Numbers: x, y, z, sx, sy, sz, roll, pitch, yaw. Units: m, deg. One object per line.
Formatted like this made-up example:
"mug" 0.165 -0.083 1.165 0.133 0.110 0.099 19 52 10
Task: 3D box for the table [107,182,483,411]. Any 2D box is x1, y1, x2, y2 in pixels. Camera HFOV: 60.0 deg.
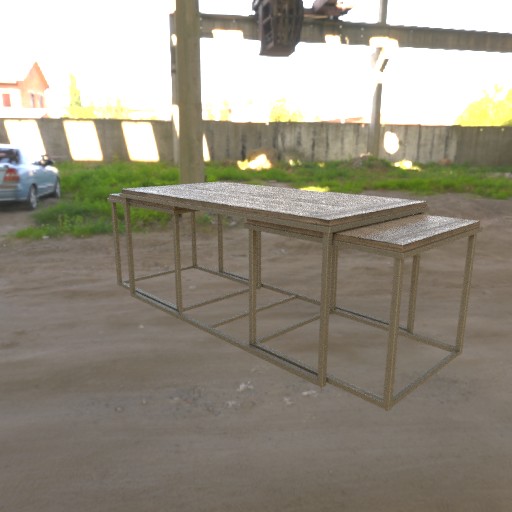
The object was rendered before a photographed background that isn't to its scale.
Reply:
"table" 0.000 0.000 1.544 0.489 0.427 1.312 -13 19 -42
